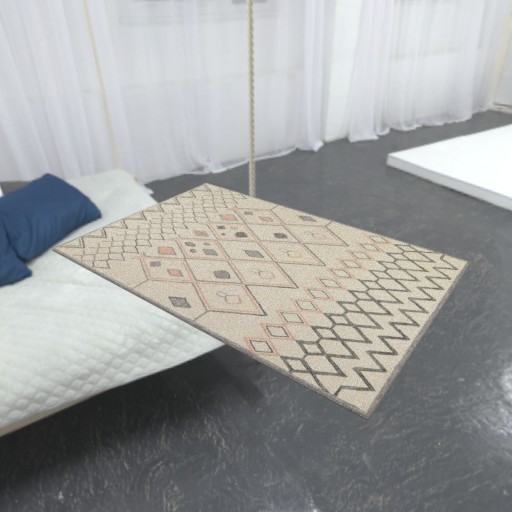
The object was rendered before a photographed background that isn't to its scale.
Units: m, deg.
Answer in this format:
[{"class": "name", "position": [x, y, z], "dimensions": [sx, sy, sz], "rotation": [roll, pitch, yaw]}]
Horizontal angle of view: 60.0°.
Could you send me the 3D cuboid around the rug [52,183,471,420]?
[{"class": "rug", "position": [0.000, 0.000, 2.317], "dimensions": [1.829, 0.016, 1.219], "rotation": [21, 36, 31]}]
